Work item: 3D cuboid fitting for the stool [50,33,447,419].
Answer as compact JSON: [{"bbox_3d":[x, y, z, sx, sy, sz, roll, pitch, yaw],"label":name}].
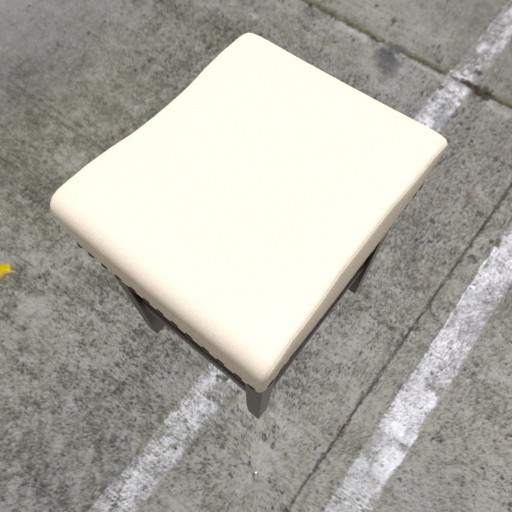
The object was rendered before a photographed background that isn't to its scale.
[{"bbox_3d":[0.000,0.000,0.913,0.401,0.609,0.471,36,69,16],"label":"stool"}]
